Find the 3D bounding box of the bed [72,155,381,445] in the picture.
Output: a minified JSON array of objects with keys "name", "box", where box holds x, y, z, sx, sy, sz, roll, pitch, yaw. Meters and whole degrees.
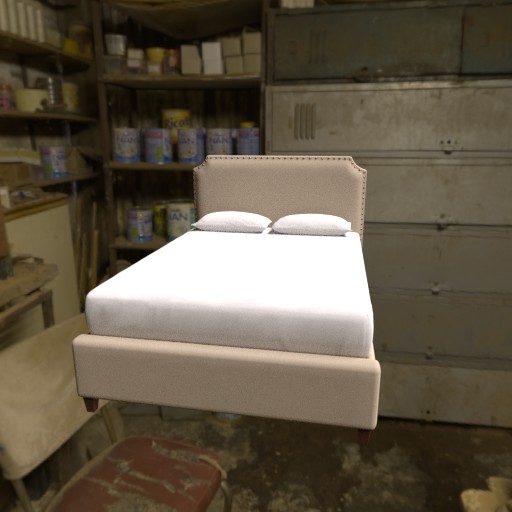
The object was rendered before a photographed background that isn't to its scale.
[{"name":"bed","box":[0.000,0.000,3.391,1.703,1.415,2.329,3,15,10]}]
